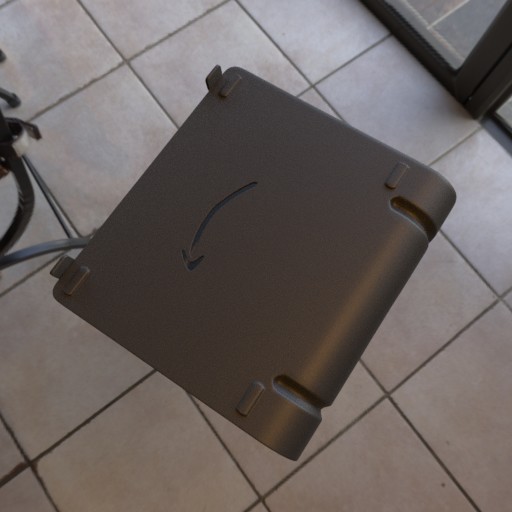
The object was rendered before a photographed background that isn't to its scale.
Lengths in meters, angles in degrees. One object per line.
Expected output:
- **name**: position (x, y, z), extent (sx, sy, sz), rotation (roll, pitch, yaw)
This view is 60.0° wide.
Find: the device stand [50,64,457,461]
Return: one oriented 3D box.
- **device stand**: position (0.000, 0.000, 0.404), extent (0.236, 0.155, 0.256), rotation (34, 79, 7)
